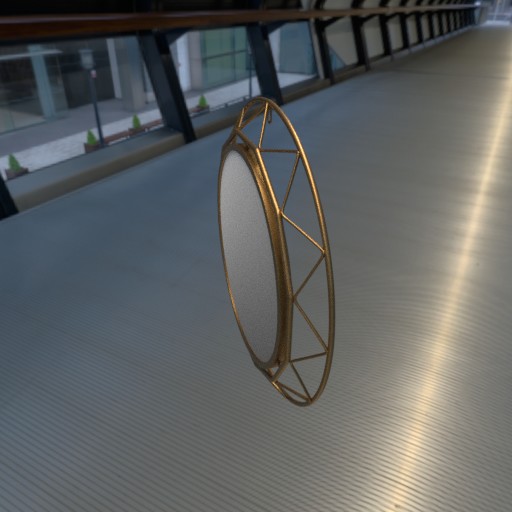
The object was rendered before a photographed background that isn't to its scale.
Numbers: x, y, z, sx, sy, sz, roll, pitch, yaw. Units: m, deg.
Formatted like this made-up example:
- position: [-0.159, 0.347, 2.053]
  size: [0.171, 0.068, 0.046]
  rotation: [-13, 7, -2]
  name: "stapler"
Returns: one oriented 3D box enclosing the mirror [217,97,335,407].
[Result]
- position: [0.000, 0.000, 0.674]
  size: [0.043, 0.454, 0.454]
  rotation: [-9, 32, -15]
  name: "mirror"
